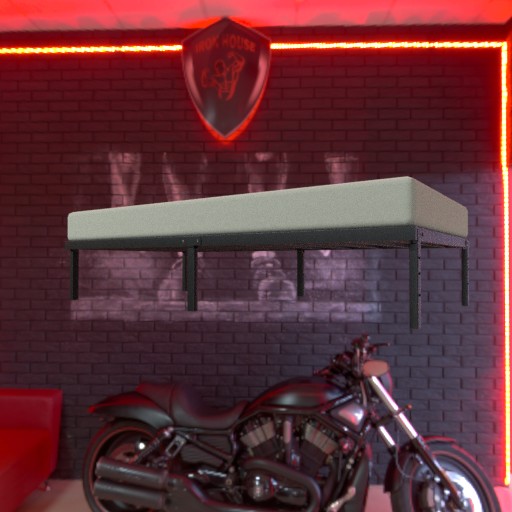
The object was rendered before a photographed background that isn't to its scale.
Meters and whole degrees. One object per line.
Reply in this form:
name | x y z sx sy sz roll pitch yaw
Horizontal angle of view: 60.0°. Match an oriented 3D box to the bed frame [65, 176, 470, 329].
bed frame | 0.000 0.000 3.229 2.635 0.680 1.393 0 -1 35
